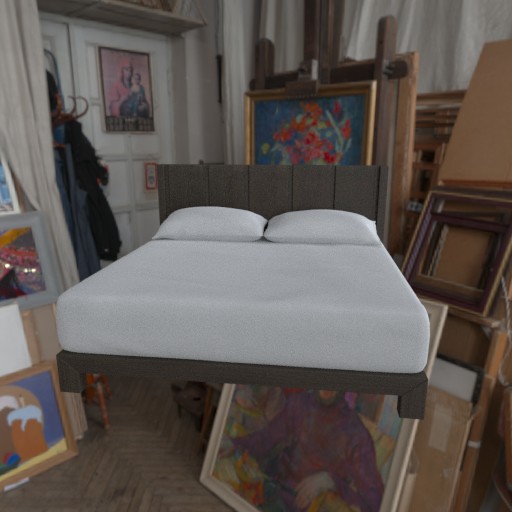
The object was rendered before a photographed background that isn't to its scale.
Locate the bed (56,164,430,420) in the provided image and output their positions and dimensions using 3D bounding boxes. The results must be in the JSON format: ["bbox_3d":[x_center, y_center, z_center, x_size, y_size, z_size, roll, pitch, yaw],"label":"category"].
[{"bbox_3d":[0.000,0.000,3.365,2.134,1.270,2.012,2,14,7],"label":"bed"}]
